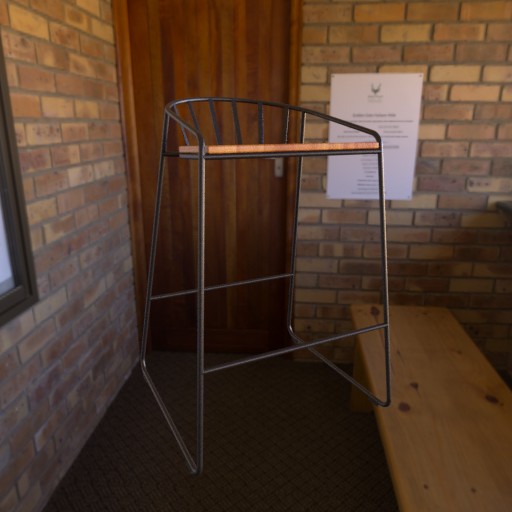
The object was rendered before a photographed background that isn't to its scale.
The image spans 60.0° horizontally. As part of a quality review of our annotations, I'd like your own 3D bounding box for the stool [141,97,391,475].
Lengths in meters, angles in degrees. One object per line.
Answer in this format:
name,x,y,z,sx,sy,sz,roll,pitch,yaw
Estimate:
stool,0.000,0.000,1.167,0.546,0.812,0.521,-8,18,-26
